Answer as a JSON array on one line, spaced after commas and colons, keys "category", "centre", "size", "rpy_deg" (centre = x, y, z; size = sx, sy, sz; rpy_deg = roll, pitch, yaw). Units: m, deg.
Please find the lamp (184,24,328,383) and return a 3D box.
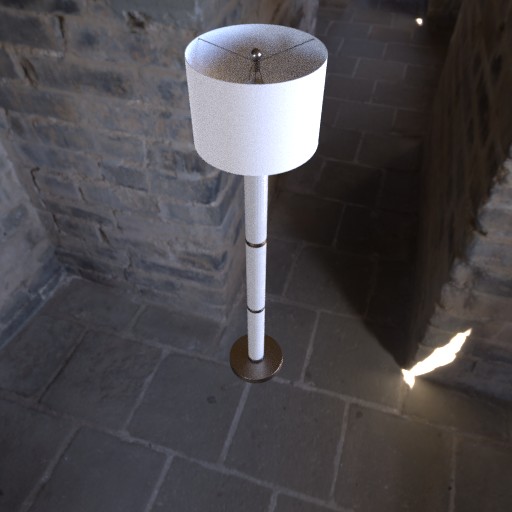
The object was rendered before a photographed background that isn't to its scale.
[{"category": "lamp", "centre": [0.000, 0.000, 1.746], "size": [0.377, 1.599, 0.377], "rpy_deg": [-22, 51, -19]}]
